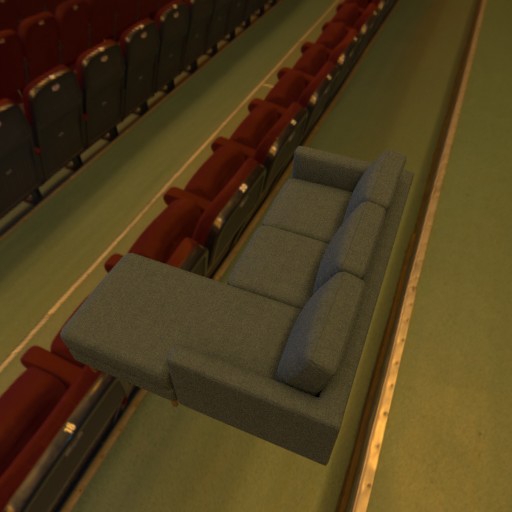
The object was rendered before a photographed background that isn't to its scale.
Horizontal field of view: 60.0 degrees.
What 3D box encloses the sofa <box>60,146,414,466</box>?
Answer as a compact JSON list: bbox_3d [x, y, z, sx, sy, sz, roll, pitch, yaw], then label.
[{"bbox_3d":[0.000,0.000,2.988,1.667,0.957,2.055,17,50,15],"label":"sofa"}]
